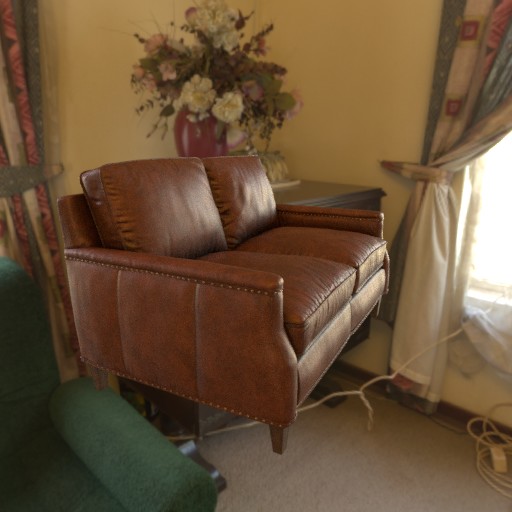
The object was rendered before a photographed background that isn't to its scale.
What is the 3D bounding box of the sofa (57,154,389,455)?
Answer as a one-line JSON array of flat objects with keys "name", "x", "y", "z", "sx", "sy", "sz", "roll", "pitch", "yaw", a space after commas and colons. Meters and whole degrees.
[{"name": "sofa", "x": 0.000, "y": 0.000, "z": 2.301, "sx": 1.083, "sy": 1.003, "sz": 1.628, "roll": 8, "pitch": 17, "yaw": 27}]
